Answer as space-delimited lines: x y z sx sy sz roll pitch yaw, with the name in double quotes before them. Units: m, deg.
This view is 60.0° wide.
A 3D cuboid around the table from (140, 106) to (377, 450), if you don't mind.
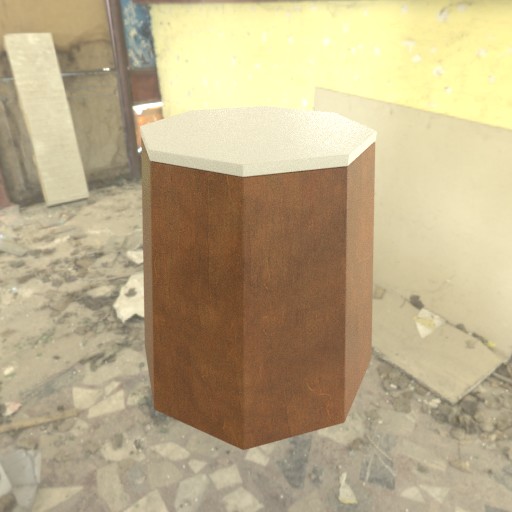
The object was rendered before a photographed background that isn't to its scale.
"table" 0.000 0.000 0.804 0.439 0.457 0.439 -10 31 -17
